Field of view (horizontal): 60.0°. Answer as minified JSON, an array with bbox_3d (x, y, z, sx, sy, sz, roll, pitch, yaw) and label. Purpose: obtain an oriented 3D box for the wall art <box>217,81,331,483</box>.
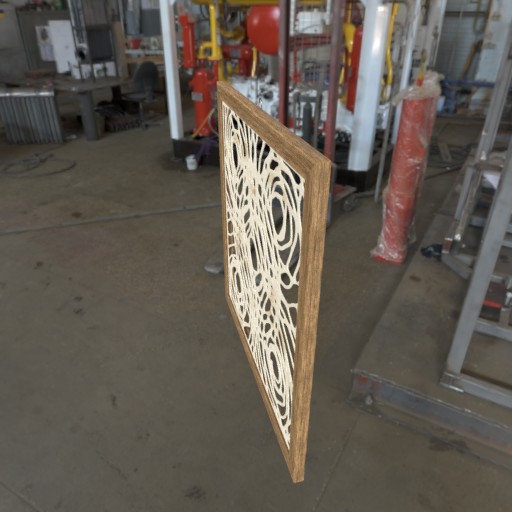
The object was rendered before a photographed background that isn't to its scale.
[{"bbox_3d":[0.000,0.000,0.844,0.021,0.576,0.561,-8,31,-13],"label":"wall art"}]
